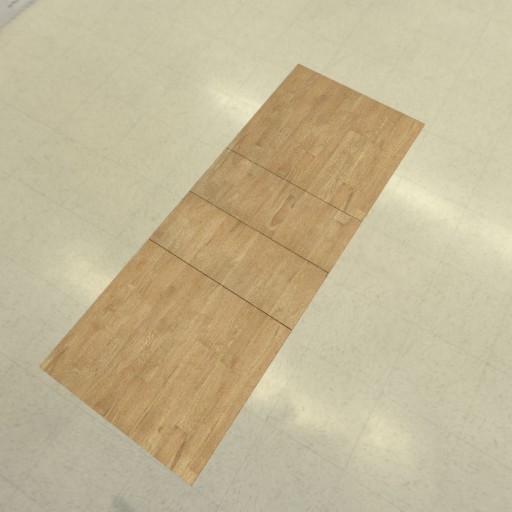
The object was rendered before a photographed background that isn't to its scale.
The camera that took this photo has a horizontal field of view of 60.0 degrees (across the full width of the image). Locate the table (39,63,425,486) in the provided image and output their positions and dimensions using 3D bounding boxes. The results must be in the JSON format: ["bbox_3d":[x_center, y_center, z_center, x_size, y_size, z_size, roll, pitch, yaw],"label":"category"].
[{"bbox_3d":[0.000,0.000,2.993,1.000,0.752,2.603,31,69,13],"label":"table"}]
